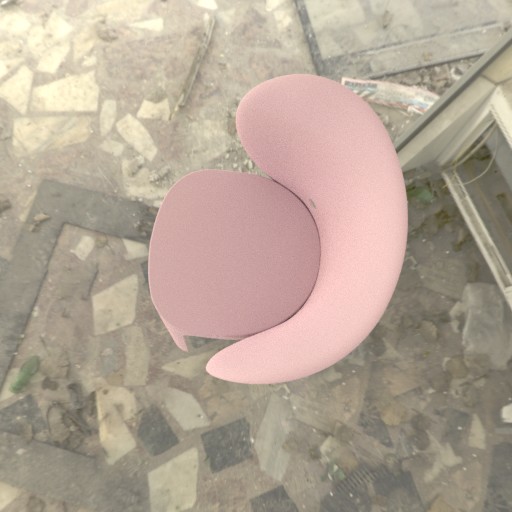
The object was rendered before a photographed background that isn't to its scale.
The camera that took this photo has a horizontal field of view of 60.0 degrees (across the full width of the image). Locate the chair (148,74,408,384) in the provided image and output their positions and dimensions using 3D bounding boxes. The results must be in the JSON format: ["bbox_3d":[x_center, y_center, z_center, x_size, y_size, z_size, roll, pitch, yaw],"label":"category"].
[{"bbox_3d":[0.000,0.000,0.851,0.402,0.554,0.451,5,77,1],"label":"chair"}]
